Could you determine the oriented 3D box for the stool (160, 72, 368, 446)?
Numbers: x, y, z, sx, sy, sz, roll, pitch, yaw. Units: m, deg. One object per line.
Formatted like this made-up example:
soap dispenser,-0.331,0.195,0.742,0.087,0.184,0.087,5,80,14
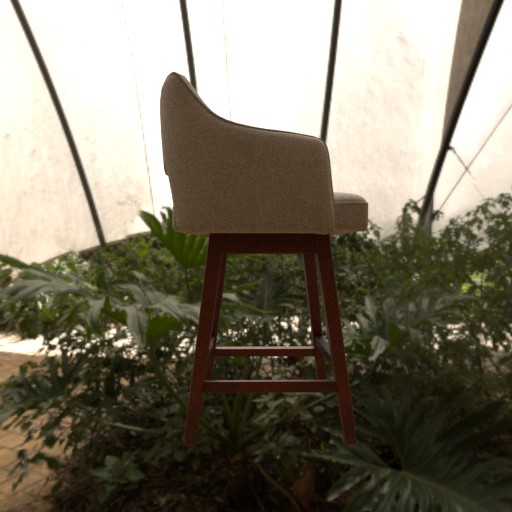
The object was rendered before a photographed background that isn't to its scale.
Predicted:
stool,0.000,0.000,1.329,0.558,0.944,0.599,0,1,-1
